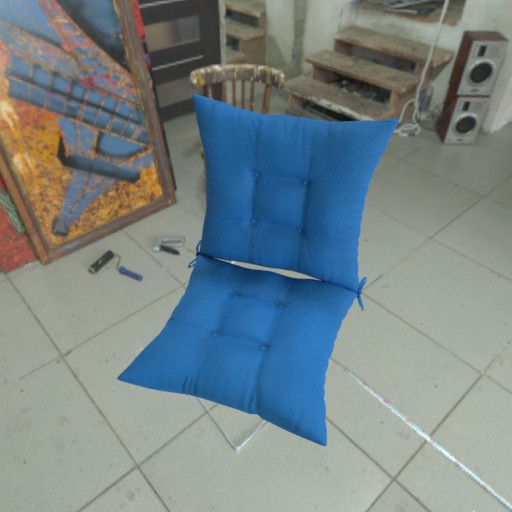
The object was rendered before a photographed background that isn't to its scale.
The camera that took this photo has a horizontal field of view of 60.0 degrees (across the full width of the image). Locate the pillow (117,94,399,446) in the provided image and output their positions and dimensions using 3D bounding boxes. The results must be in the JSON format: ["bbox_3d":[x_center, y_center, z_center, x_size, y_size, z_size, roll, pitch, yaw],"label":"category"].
[{"bbox_3d":[0.000,0.000,1.046,0.541,0.536,0.585,13,43,14],"label":"pillow"}]
